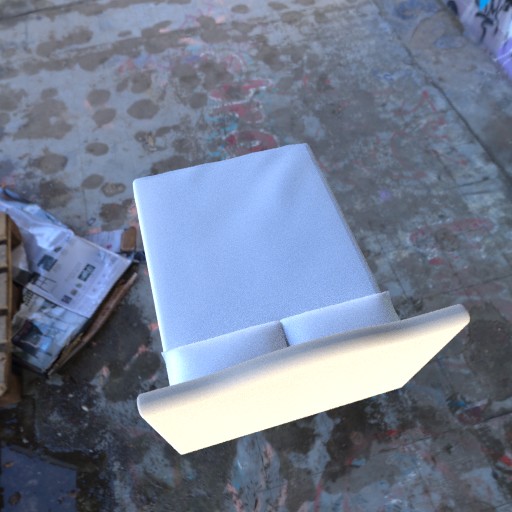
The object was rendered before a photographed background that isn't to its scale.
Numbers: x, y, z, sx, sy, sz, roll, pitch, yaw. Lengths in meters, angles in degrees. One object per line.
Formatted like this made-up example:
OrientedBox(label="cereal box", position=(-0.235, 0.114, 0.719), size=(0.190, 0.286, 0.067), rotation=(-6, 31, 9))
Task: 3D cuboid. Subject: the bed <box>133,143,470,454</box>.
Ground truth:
OrientedBox(label="bed", position=(0.000, 0.000, 3.117), size=(1.678, 1.398, 2.052), rotation=(-14, 60, -8))
